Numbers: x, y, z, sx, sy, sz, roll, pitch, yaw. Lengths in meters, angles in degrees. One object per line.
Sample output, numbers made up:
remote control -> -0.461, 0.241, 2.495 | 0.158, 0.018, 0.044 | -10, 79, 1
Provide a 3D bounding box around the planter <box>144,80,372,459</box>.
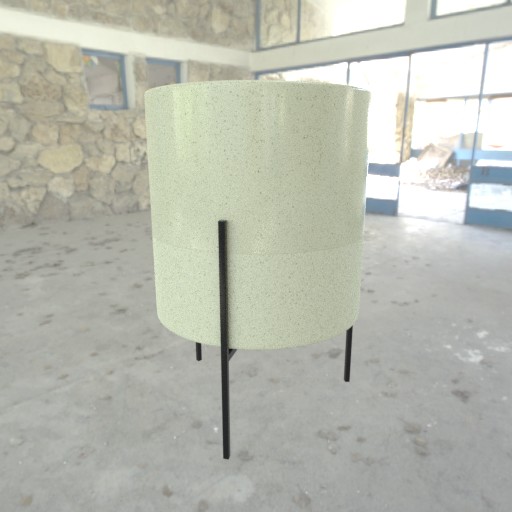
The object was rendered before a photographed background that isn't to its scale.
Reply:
planter -> 0.000, 0.000, 0.690 | 0.314, 0.475, 0.323 | -14, 20, -43
